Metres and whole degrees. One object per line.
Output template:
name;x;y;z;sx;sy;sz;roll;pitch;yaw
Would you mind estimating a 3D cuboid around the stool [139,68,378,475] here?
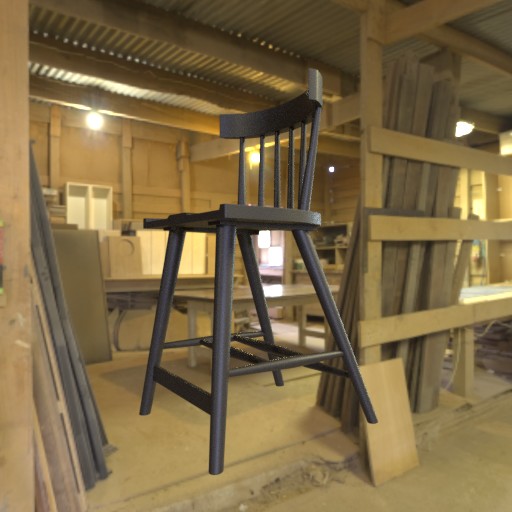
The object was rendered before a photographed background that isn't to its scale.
stool;0.000;0.000;1.304;0.549;0.953;0.494;0;0;-35
